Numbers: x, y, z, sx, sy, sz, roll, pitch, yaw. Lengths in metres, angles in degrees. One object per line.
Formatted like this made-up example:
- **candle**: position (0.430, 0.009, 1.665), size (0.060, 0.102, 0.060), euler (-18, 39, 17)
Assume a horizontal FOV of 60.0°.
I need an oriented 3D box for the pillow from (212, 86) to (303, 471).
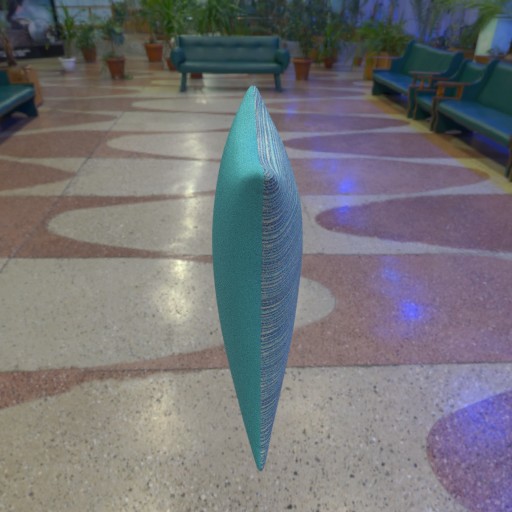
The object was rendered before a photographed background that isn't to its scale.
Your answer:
- **pillow**: position (0.000, 0.000, 0.794), size (0.150, 0.497, 0.514), euler (-1, 31, -1)
